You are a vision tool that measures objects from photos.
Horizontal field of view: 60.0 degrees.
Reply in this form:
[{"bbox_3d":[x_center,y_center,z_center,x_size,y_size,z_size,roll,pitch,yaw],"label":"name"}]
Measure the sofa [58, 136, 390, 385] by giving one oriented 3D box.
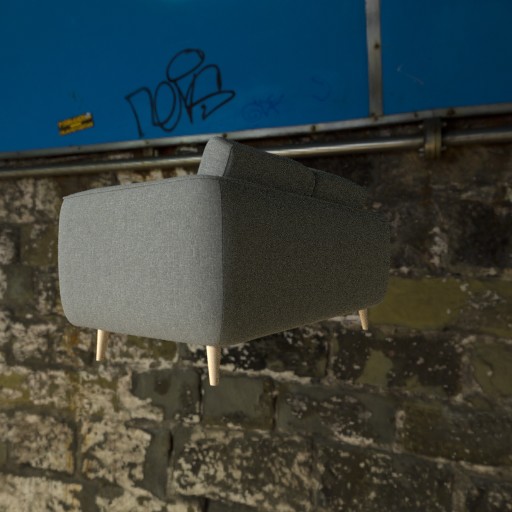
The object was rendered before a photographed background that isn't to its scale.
[{"bbox_3d":[0.000,0.000,2.241,0.920,0.870,1.700,0,0,35],"label":"sofa"}]
